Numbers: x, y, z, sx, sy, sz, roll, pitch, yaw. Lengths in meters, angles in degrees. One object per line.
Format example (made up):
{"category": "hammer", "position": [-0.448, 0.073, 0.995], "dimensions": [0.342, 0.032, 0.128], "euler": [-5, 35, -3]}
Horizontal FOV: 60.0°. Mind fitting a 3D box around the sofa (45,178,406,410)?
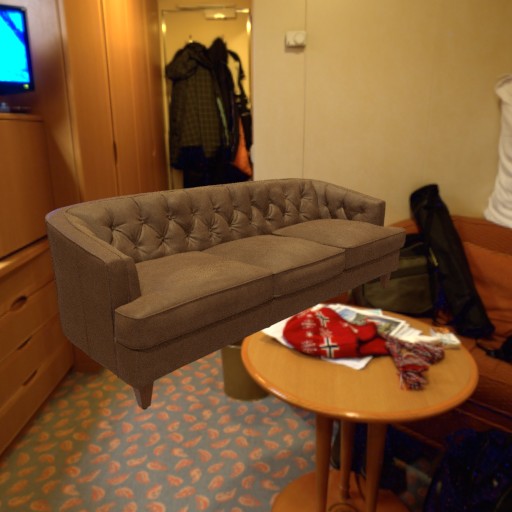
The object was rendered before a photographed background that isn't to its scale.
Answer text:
{"category": "sofa", "position": [0.000, 0.000, 2.702], "dimensions": [0.927, 0.787, 2.227], "euler": [14, 21, 42]}
